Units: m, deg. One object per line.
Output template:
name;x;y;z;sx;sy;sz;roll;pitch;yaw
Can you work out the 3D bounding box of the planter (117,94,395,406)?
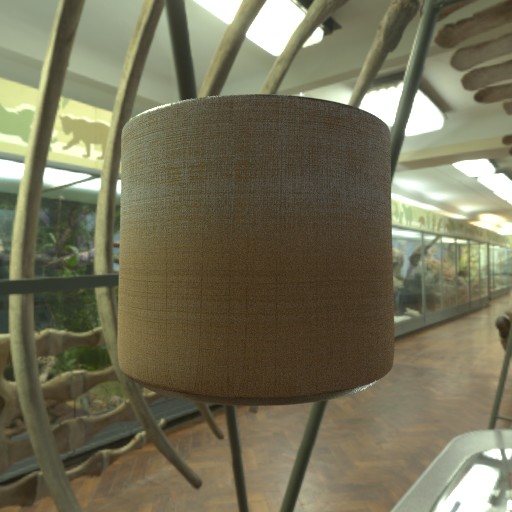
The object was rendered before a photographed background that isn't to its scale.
planter;0.000;0.000;0.427;0.254;0.221;0.254;0;-1;0
